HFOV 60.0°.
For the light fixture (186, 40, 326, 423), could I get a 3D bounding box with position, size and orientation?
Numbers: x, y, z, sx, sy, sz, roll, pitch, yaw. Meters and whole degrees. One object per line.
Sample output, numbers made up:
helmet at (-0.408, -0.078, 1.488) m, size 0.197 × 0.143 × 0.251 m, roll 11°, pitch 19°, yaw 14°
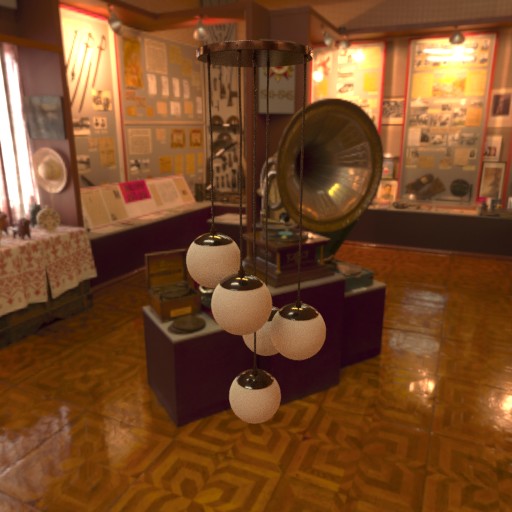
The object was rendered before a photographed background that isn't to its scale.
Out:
light fixture at (0.000, 0.000, 1.498) m, size 0.489 × 1.271 × 0.484 m, roll 8°, pitch 18°, yaw 25°
